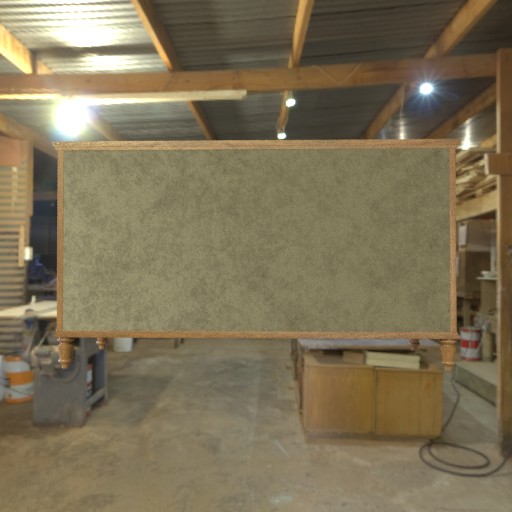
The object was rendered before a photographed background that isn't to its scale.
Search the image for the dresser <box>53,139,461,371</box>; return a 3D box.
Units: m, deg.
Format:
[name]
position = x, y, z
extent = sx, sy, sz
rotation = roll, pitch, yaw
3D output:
[dresser]
position = 0.000, 0.000, 1.948
extent = 1.583, 0.892, 0.468
rotation = 0, -1, 1
